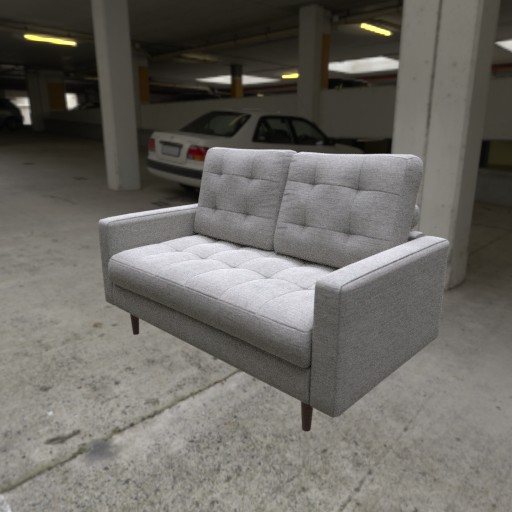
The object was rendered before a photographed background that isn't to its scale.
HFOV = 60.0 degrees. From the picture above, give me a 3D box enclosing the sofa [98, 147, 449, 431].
[{"bbox_3d":[0.000,0.000,1.988,1.407,0.907,0.842,15,21,42],"label":"sofa"}]
